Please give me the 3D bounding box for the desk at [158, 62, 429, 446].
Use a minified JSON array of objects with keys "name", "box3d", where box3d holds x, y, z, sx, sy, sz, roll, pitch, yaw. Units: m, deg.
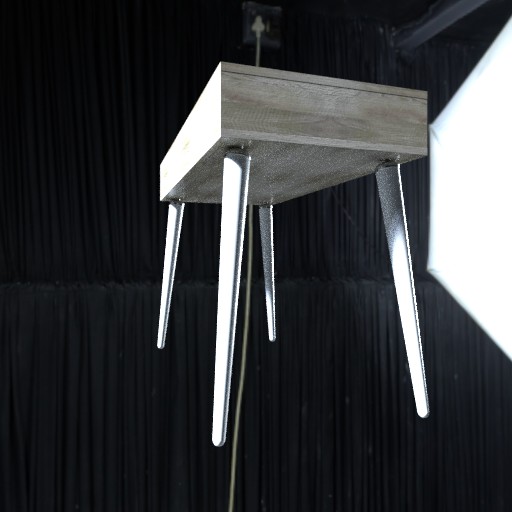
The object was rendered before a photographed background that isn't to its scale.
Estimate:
[{"name":"desk","box3d":[0.000,0.000,1.367,0.491,0.723,0.979,0,0,-19]}]
